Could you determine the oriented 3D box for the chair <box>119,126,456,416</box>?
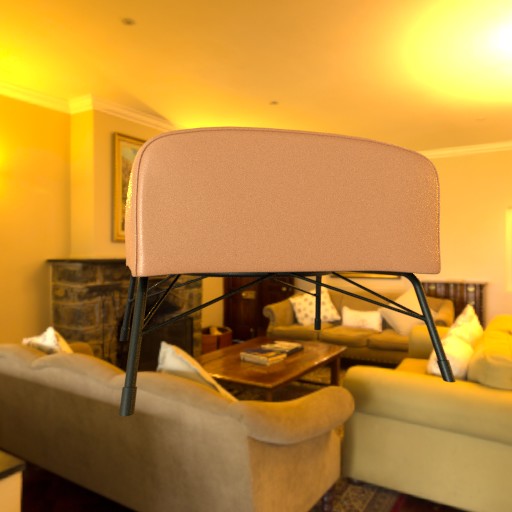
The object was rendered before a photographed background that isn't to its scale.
[{"bbox_3d":[0.000,0.000,0.900,0.530,0.410,0.530,0,0,-17],"label":"chair"}]
